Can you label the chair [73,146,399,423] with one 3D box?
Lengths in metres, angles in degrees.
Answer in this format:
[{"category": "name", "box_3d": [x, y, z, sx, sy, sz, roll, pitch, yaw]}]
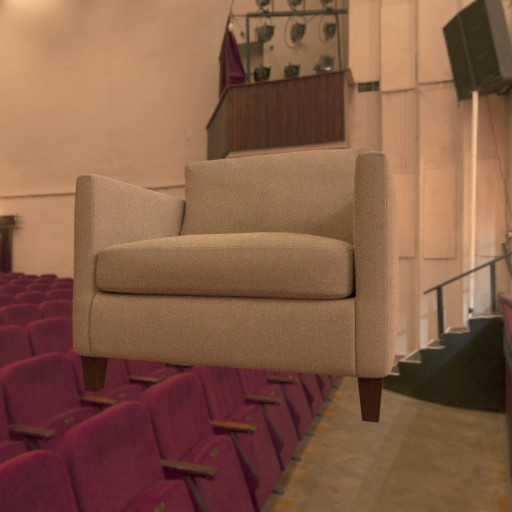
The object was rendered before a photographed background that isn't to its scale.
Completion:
[{"category": "chair", "box_3d": [0.000, 0.000, 1.814, 1.107, 0.961, 0.959, 0, -1, 18]}]
